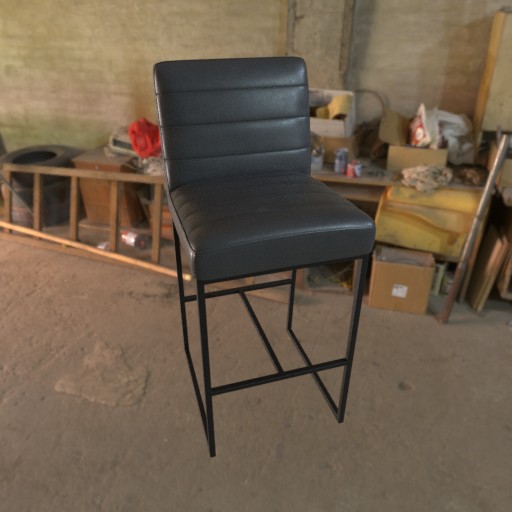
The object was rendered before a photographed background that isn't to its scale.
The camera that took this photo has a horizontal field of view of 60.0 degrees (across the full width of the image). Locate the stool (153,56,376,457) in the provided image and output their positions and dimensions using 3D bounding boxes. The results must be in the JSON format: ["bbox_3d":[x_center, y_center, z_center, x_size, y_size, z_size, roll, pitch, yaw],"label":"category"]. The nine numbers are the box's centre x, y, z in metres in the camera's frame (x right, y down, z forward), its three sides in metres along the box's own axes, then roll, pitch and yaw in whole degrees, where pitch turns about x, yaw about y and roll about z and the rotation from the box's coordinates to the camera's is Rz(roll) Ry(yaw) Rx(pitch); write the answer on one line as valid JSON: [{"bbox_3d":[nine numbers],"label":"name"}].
[{"bbox_3d":[0.000,0.000,1.323,0.457,1.040,0.552,-9,31,-15],"label":"stool"}]
